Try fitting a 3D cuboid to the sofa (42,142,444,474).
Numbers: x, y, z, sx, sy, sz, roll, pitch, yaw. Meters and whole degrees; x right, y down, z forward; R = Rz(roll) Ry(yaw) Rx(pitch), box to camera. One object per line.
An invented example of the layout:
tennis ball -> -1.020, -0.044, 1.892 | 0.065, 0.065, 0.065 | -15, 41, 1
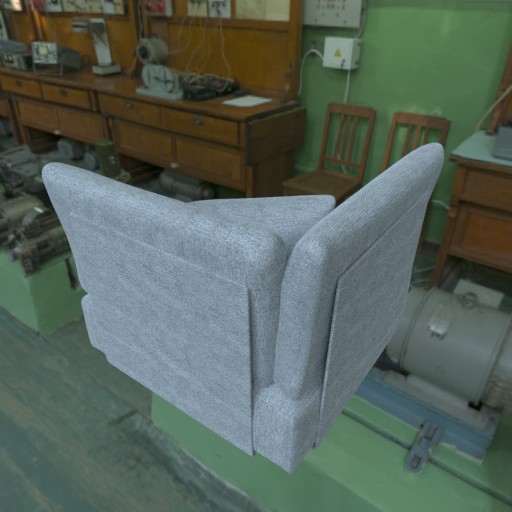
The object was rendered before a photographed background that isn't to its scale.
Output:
sofa -> 0.000, 0.000, 1.698 | 1.000, 0.820, 1.000 | 21, 37, 30
